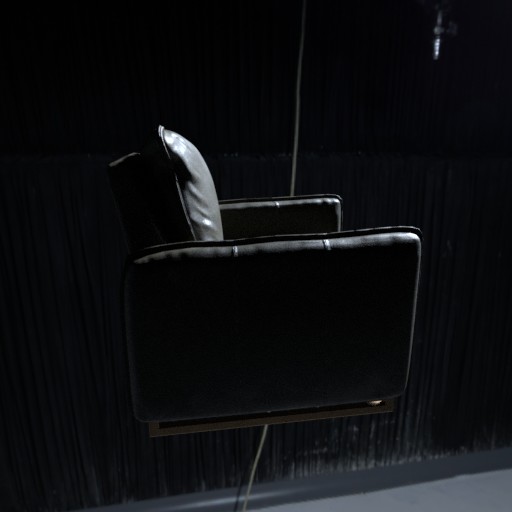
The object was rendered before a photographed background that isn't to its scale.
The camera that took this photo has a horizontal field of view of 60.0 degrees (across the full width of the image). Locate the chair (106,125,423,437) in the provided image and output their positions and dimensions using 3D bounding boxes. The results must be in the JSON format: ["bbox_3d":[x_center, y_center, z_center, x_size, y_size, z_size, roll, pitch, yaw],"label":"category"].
[{"bbox_3d":[0.000,0.000,1.631,0.921,0.921,0.830,-3,16,-9],"label":"chair"}]
